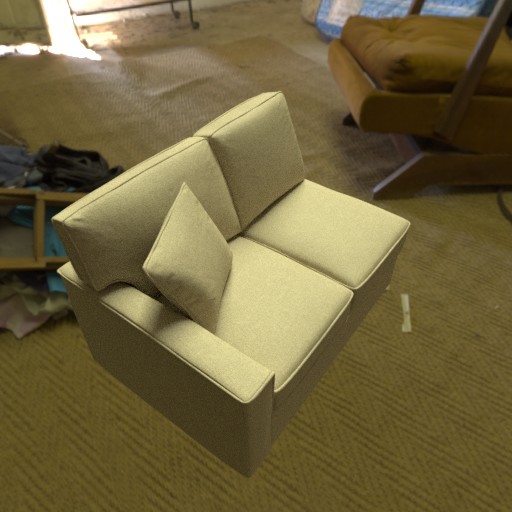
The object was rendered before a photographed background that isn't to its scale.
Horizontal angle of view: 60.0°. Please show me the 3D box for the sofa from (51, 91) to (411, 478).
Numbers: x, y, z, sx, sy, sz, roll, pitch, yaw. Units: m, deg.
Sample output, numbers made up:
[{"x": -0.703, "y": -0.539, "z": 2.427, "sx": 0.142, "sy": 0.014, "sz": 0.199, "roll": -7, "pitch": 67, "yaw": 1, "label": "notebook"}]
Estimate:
[{"x": 0.000, "y": 0.000, "z": 2.057, "sx": 0.991, "sy": 0.989, "sz": 1.388, "roll": 26, "pitch": 48, "yaw": 26, "label": "sofa"}]
